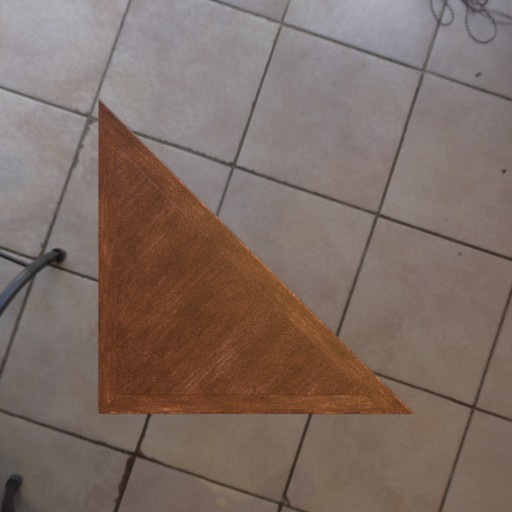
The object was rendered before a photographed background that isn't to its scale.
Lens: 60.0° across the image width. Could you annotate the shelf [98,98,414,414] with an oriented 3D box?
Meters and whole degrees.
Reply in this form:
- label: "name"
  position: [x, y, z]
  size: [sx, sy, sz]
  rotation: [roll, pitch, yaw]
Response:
- label: "shelf"
  position: [0.000, 0.000, 0.432]
  size: [0.296, 0.035, 0.296]
  rotation: [0, 90, 0]
